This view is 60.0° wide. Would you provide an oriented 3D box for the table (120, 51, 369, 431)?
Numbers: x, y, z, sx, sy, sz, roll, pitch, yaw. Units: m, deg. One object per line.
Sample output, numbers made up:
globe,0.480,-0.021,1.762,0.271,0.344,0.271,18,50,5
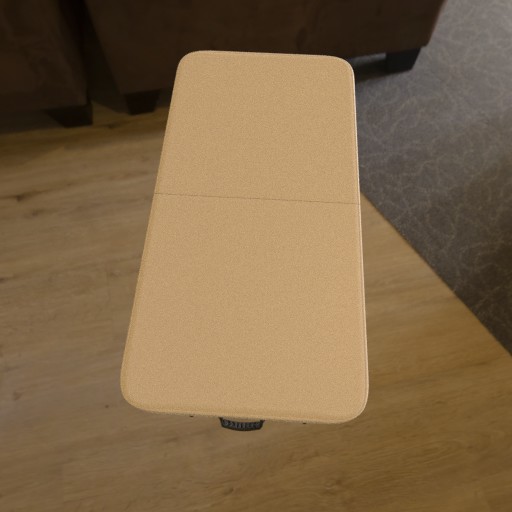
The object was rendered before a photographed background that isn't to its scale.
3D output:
table,0.000,0.000,1.634,0.611,0.737,1.245,3,65,1
